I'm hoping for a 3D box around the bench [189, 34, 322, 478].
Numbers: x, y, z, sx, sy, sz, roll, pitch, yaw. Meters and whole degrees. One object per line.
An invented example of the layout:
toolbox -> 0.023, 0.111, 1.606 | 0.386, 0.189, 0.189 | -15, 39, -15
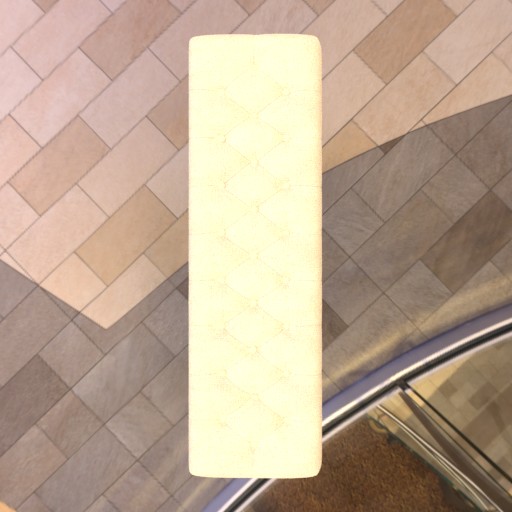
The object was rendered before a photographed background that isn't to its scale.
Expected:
bench -> 0.000, 0.000, 1.678 | 0.455, 0.467, 1.480 | 0, 90, 1
